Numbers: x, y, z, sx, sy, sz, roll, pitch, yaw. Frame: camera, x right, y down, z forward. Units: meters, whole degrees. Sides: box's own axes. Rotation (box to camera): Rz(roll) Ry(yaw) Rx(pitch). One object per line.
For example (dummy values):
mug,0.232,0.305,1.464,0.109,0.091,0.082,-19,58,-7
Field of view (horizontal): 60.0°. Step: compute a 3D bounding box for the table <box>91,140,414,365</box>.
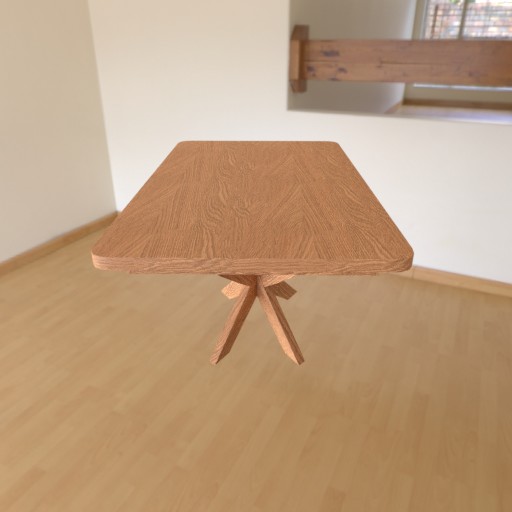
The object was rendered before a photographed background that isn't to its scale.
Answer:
table,0.000,0.000,2.138,0.950,0.770,1.600,0,26,1
